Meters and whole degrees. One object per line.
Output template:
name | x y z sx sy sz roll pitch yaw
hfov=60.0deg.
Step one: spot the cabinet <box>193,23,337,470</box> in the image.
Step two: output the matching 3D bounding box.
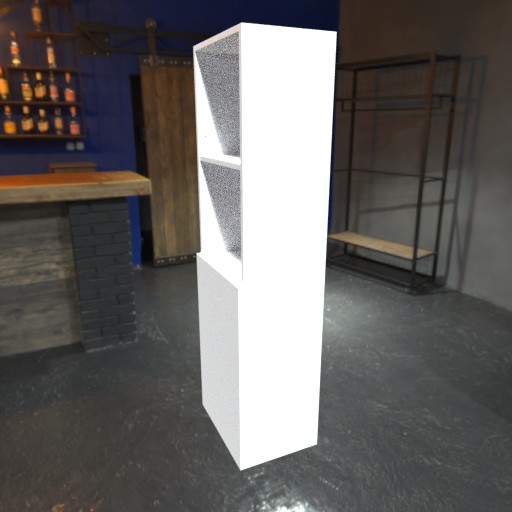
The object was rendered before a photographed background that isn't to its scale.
cabinet | 0.000 0.000 1.519 0.300 1.350 0.400 -8 18 -24
